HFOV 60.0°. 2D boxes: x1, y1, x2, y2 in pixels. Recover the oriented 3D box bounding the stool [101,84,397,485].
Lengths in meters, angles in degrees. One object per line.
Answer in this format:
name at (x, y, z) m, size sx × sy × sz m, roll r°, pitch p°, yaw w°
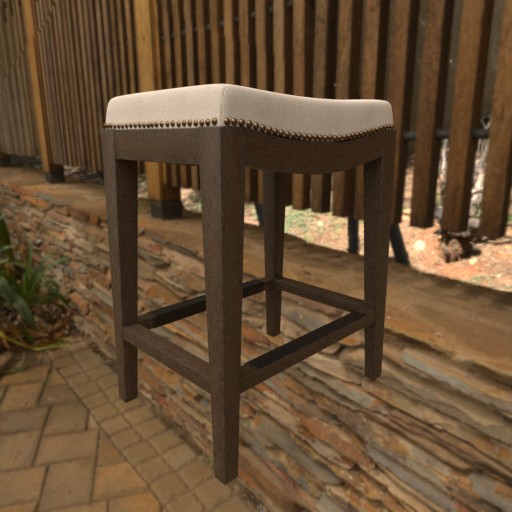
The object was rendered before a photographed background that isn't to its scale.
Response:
stool at (0.000, 0.000, 0.950) m, size 0.500 × 0.642 × 0.361 m, roll -14°, pitch 21°, yaw -43°
